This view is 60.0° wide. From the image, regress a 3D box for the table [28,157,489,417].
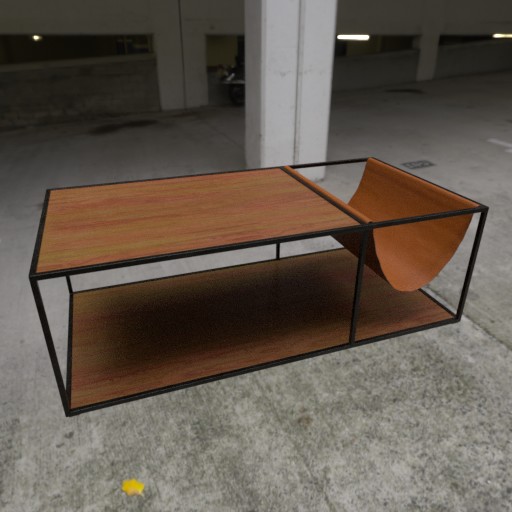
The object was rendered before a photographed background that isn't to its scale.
[{"bbox_3d":[0.000,0.000,1.424,1.199,0.403,0.597,-9,28,-17],"label":"table"}]
